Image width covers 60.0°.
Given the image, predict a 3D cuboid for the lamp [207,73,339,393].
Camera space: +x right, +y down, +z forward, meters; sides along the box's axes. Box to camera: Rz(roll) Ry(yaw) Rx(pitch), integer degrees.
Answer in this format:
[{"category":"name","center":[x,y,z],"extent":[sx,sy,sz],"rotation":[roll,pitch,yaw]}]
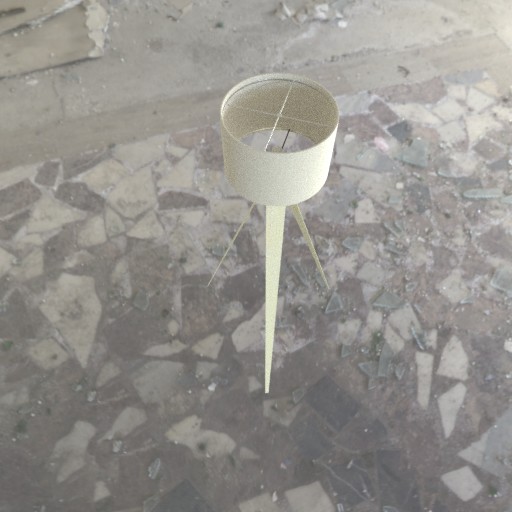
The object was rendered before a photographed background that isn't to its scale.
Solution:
[{"category":"lamp","center":[0.000,0.000,1.926],"extent":[0.716,1.524,0.724],"rotation":[15,60,9]}]
